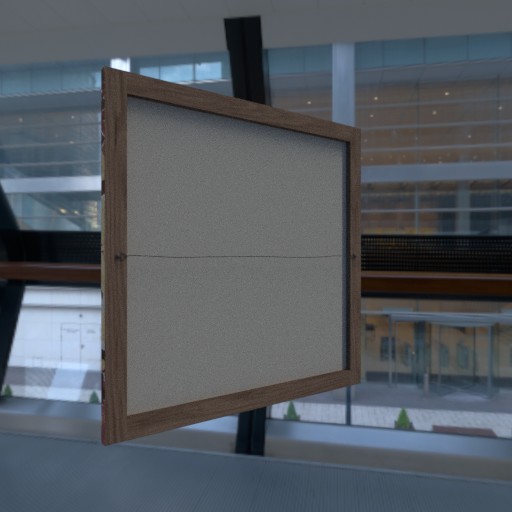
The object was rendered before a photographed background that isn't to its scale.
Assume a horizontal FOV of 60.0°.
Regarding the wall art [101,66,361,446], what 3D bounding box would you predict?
[{"bbox_3d":[0.000,0.000,1.114,0.757,0.762,0.028,0,0,-35],"label":"wall art"}]
